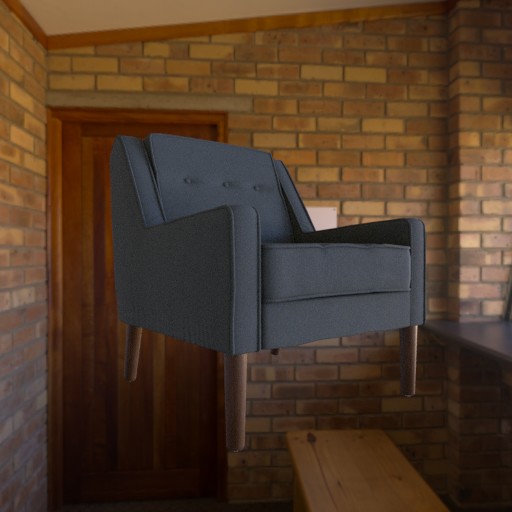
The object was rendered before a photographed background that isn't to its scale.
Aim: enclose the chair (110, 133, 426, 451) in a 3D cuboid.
[{"bbox_3d":[0.000,0.000,1.322,0.663,0.780,0.733,0,1,-36],"label":"chair"}]
